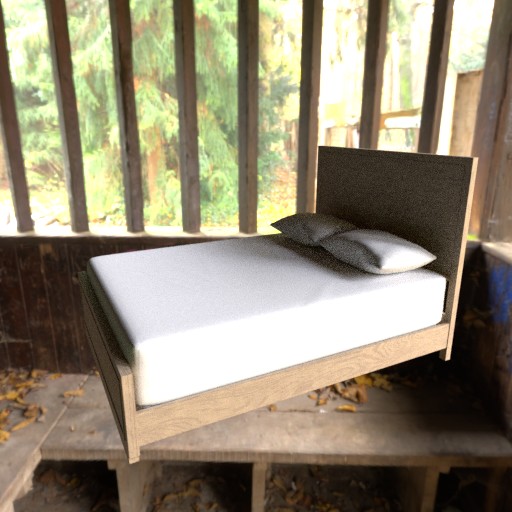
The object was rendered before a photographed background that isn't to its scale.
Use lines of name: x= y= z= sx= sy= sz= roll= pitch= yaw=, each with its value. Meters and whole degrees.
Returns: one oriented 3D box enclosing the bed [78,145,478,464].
bed: x=0.000 y=0.000 z=3.072 sx=2.189 sy=1.369 sz=1.606 roll=-9 pitch=19 yaw=-26
